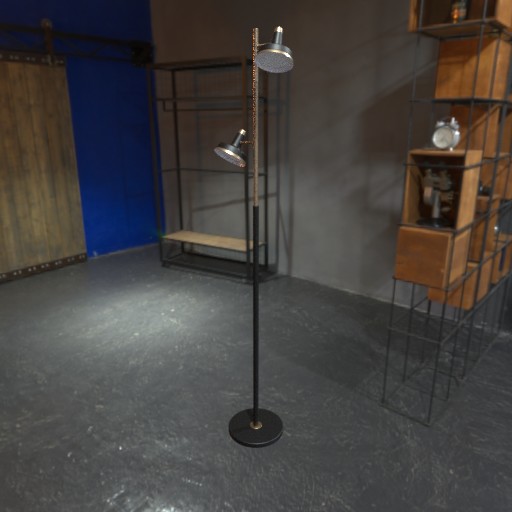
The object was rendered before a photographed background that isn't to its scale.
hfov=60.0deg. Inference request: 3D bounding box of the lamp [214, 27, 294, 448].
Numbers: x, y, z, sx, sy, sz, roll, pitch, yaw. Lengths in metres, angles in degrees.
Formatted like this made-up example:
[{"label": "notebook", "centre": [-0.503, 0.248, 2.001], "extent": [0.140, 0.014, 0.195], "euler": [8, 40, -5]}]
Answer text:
[{"label": "lamp", "centre": [0.000, 0.000, 1.807], "extent": [0.351, 1.674, 0.253], "euler": [15, 23, 41]}]
